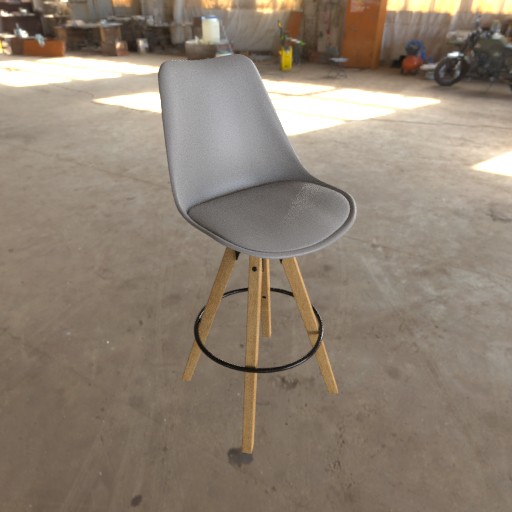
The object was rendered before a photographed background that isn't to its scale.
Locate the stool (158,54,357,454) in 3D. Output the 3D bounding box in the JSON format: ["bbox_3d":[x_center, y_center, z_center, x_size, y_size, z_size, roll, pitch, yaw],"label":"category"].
[{"bbox_3d":[0.000,0.000,1.410,0.485,1.115,0.550,-22,37,-32],"label":"stool"}]
